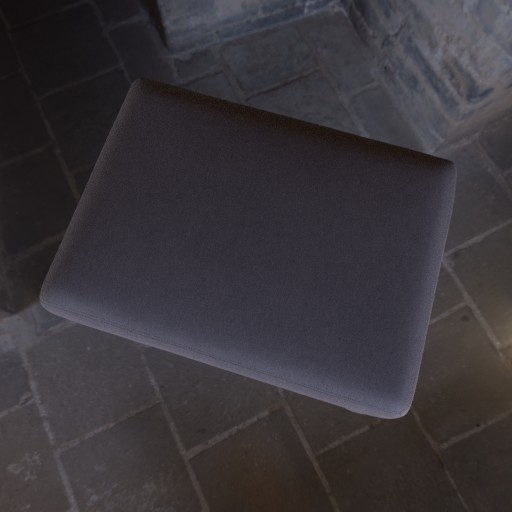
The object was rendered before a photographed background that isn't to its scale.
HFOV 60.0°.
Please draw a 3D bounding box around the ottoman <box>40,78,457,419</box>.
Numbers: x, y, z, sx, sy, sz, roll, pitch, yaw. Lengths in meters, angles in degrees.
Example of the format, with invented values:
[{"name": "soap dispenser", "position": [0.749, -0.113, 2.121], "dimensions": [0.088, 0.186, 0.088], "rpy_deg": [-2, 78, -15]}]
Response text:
[{"name": "ottoman", "position": [0.000, 0.000, 1.104], "dimensions": [0.773, 0.497, 0.574], "rpy_deg": [17, 76, 4]}]
